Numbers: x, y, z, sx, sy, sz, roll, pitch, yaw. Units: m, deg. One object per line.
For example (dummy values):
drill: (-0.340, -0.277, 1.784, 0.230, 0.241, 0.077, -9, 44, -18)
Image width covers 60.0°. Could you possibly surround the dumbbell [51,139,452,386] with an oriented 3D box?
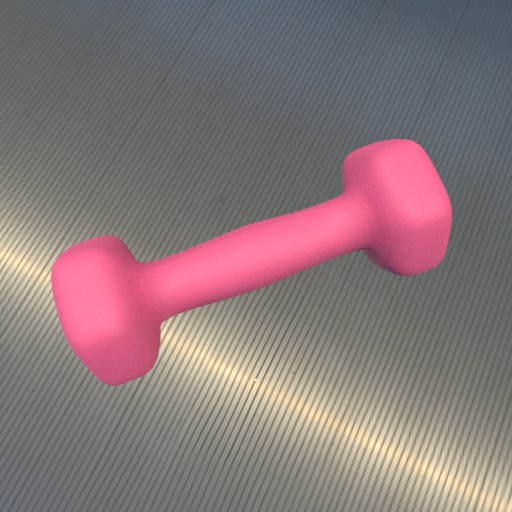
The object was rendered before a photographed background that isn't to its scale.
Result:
dumbbell: (0.000, 0.000, 0.174, 0.146, 0.053, 0.058, -19, 75, -5)
